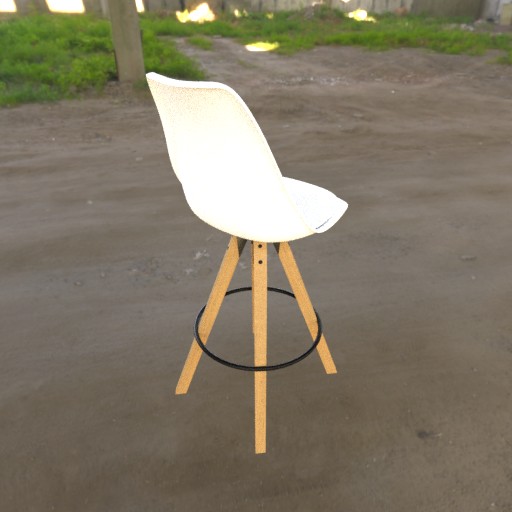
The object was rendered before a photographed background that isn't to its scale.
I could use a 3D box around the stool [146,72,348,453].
[{"bbox_3d":[0.000,0.000,1.389,0.482,1.115,0.549,23,38,33],"label":"stool"}]
